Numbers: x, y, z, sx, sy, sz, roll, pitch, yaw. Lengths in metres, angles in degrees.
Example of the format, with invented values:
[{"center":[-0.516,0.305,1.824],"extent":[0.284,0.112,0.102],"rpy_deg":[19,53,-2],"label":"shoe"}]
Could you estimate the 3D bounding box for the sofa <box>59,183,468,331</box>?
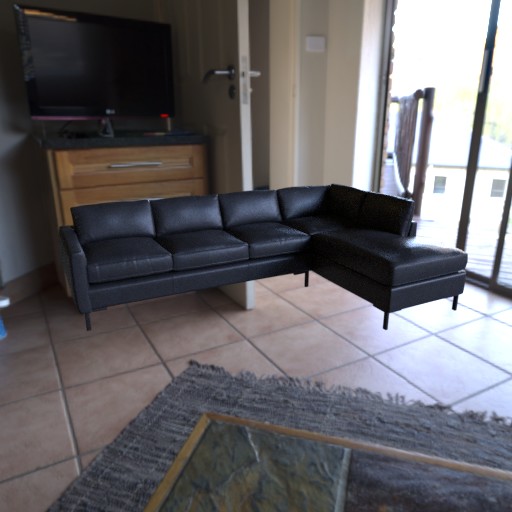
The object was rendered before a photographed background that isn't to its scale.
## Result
[{"center":[0.000,0.000,3.829],"extent":[2.984,0.877,1.938],"rpy_deg":[-9,20,-26],"label":"sofa"}]
